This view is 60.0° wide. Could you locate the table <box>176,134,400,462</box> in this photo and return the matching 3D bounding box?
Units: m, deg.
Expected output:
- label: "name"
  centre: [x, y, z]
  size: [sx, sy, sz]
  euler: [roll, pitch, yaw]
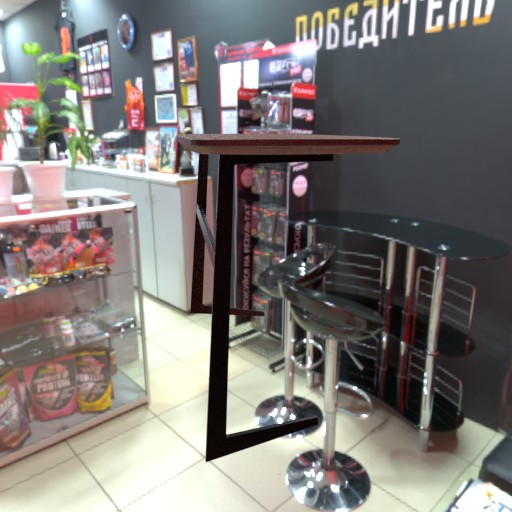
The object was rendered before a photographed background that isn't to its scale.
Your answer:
- label: "table"
  centre: [0.000, 0.000, 1.098]
  size: [0.361, 0.576, 0.804]
  euler: [-3, 16, -10]
